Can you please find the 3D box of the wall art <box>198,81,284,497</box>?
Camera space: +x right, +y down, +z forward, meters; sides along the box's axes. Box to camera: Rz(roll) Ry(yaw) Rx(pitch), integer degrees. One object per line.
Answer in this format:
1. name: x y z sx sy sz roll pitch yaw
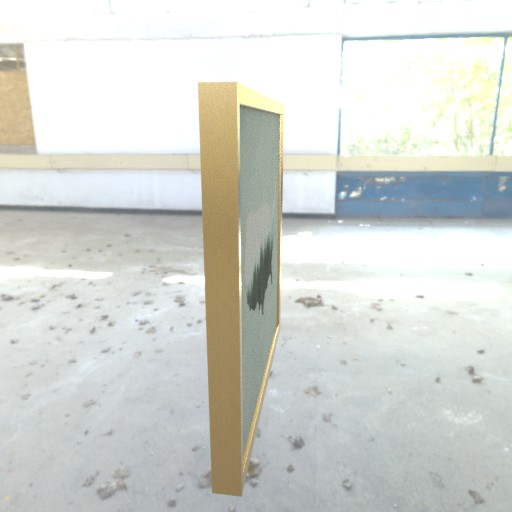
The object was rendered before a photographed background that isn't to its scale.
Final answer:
1. wall art: 0.000 0.000 0.754 0.040 0.509 0.509 2 17 8
